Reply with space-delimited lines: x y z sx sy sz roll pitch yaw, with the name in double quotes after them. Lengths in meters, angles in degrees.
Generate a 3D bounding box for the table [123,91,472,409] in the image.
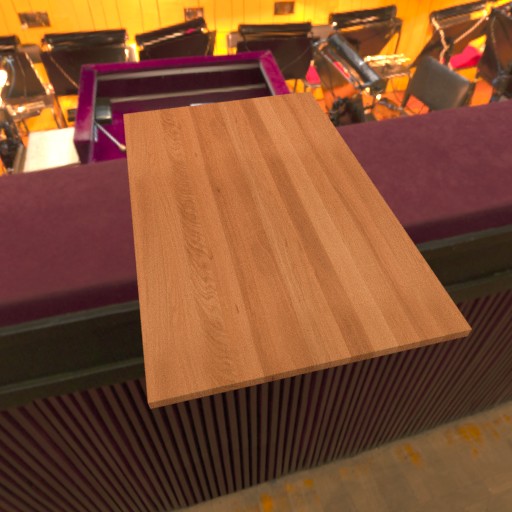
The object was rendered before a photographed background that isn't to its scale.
0.000 0.000 1.458 0.700 0.510 1.100 -10 48 -9 "table"
